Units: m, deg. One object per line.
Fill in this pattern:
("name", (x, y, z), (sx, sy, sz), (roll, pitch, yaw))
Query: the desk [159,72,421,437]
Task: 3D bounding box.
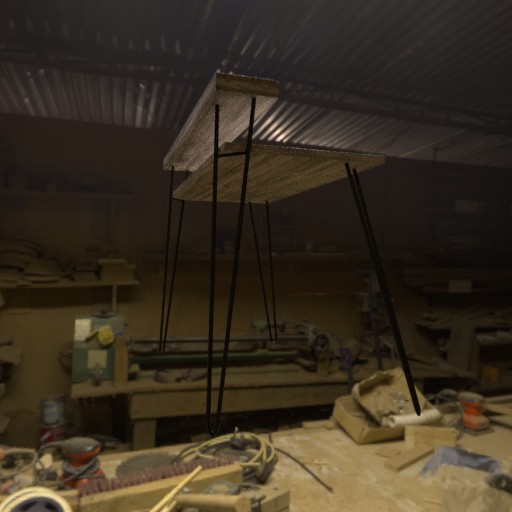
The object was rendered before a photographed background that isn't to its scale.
("desk", (0.000, 0.000, 1.672), (0.605, 0.899, 1.135), (0, -1, -19))
